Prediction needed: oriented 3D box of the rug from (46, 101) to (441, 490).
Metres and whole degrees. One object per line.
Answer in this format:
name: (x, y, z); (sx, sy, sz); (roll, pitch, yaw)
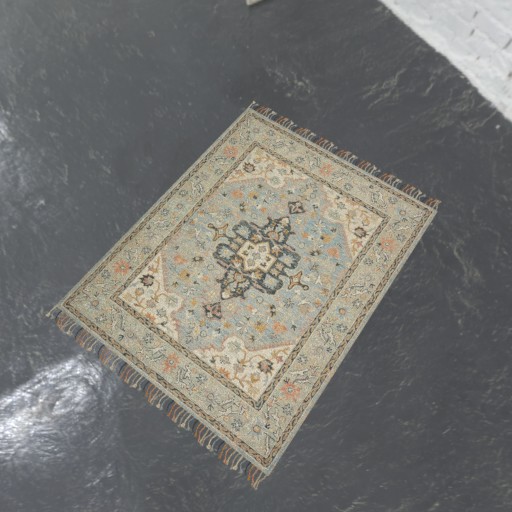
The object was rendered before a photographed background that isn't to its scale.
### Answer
rug: (0.000, 0.000, 4.249); (2.379, 0.011, 3.221); (33, 69, 15)
